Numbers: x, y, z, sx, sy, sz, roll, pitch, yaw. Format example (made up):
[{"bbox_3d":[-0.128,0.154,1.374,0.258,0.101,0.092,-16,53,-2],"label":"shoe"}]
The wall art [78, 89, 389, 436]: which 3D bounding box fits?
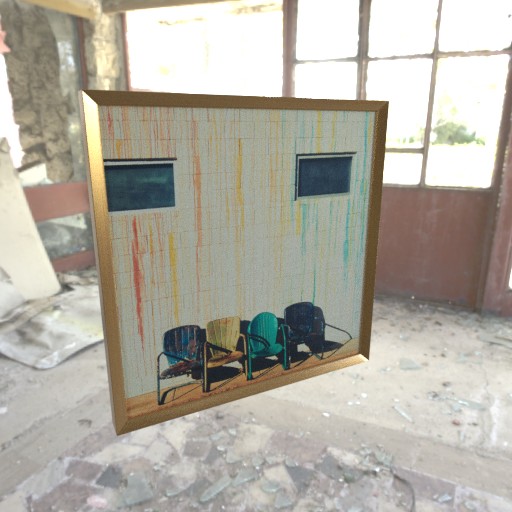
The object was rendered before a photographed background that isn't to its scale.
[{"bbox_3d":[0.000,0.000,0.745,0.505,0.505,0.037,-8,18,-26],"label":"wall art"}]
